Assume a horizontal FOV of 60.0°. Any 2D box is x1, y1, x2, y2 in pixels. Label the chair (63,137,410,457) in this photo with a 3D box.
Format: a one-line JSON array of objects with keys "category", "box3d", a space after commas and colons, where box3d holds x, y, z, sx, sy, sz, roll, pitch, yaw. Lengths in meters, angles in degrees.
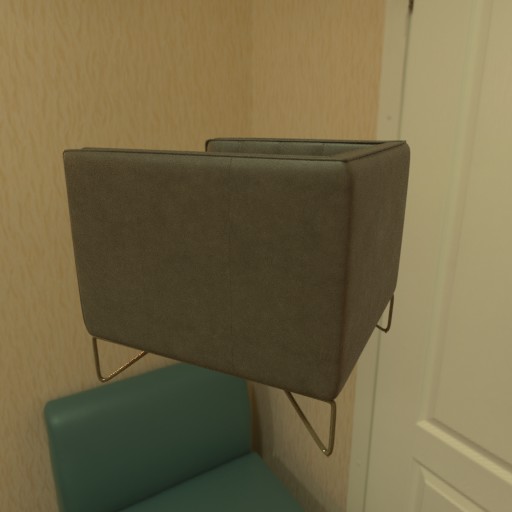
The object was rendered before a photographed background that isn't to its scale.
[{"category": "chair", "box3d": [0.000, 0.000, 1.594, 0.894, 0.790, 0.880, 8, 19, 25]}]
